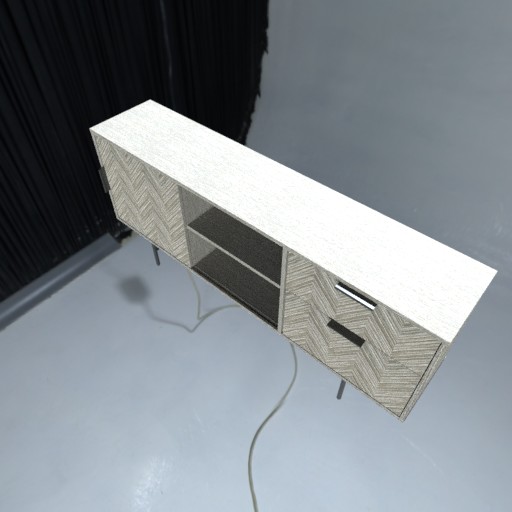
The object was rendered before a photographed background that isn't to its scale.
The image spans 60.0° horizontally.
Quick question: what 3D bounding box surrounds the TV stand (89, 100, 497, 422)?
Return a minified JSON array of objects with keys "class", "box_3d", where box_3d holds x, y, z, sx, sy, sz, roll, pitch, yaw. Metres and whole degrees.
[{"class":"TV stand","box_3d":[0.000,0.000,2.079,1.804,0.787,0.405,32,55,27]}]
